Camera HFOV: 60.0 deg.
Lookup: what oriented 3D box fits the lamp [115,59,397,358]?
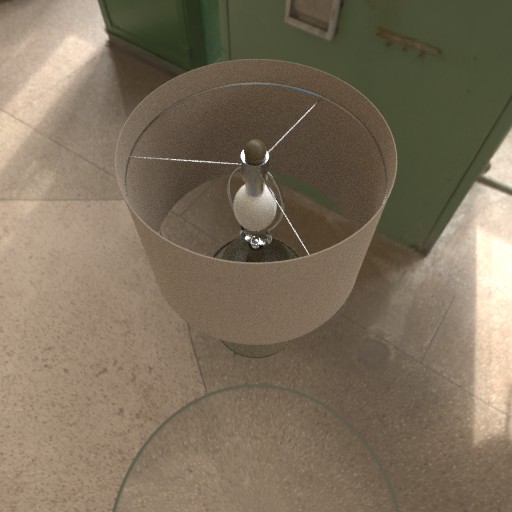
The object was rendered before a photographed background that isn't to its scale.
[{"bbox_3d":[0.000,0.000,0.709,0.318,0.486,0.318,0,58,0],"label":"lamp"}]
